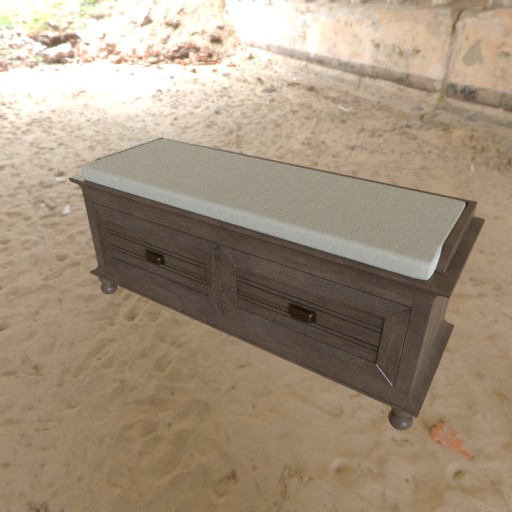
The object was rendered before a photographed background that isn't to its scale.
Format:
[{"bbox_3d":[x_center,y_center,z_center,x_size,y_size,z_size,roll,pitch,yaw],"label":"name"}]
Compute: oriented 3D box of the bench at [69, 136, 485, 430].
[{"bbox_3d":[0.000,0.000,1.405,1.185,0.501,0.402,18,35,28],"label":"bench"}]
